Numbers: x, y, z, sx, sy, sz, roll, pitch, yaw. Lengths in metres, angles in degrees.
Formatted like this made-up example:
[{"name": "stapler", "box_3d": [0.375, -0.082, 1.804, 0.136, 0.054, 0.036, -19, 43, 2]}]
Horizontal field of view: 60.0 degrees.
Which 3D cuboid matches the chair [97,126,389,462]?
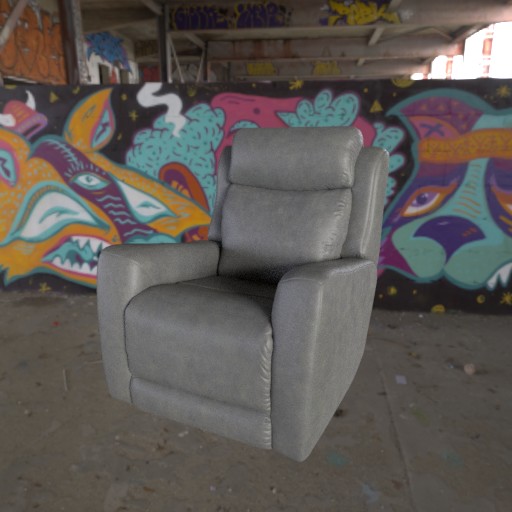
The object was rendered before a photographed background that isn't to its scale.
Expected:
[{"name": "chair", "box_3d": [0.000, 0.000, 1.952, 0.967, 1.116, 1.068, 7, 16, 27]}]
